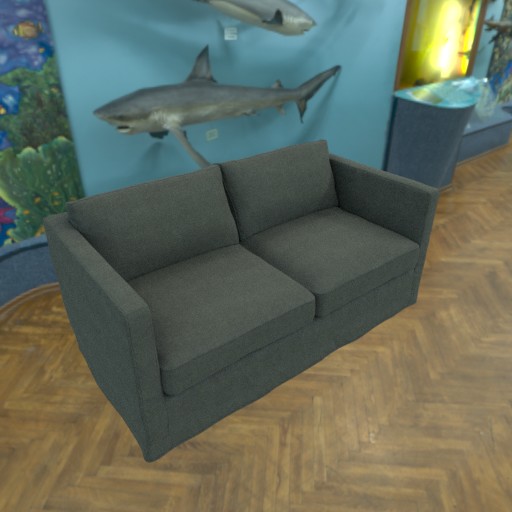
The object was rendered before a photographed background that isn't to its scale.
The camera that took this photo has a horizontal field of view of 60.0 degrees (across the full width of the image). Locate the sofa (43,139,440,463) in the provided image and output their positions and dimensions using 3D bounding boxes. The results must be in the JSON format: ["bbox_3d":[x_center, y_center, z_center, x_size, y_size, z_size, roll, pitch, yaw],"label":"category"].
[{"bbox_3d":[0.000,0.000,2.327,1.802,0.854,0.974,-21,36,-32],"label":"sofa"}]
